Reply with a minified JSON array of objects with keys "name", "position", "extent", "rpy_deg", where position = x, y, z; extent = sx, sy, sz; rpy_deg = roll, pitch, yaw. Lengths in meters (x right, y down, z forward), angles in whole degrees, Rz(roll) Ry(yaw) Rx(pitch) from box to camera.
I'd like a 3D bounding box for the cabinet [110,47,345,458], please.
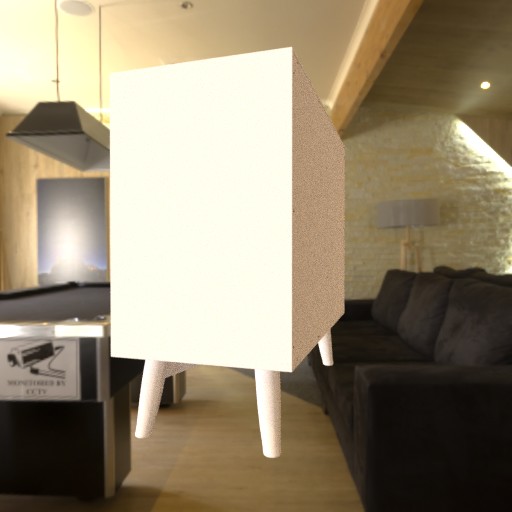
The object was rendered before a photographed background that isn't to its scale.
[{"name":"cabinet","position":[0.000,0.000,1.240],"extent":[0.398,0.761,0.800],"rpy_deg":[0,1,18]}]
